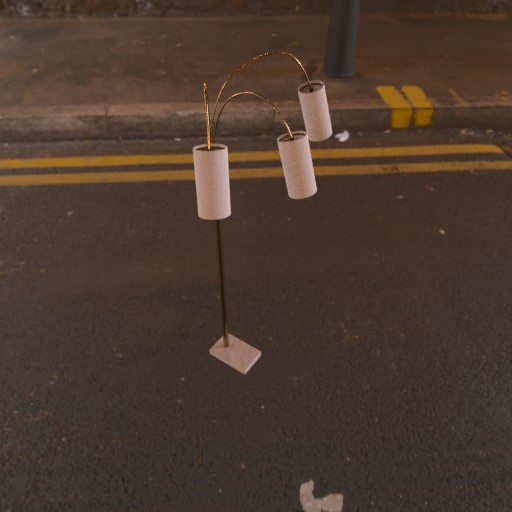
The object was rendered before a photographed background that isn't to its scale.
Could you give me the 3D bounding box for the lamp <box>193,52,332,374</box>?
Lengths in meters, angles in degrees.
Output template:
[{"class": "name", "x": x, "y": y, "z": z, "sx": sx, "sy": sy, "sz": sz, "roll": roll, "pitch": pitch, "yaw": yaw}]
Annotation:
[{"class": "lamp", "x": 0.000, "y": 0.000, "z": 2.516, "sx": 0.667, "sy": 2.055, "sz": 1.020, "roll": 24, "pitch": 46, "yaw": 26}]
